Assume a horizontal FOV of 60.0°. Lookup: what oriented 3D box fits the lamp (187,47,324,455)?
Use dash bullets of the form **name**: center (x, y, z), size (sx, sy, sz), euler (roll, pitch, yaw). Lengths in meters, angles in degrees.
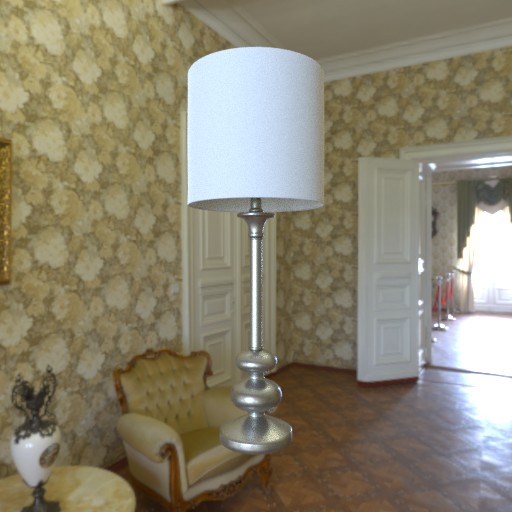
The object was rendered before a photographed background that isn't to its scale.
- **lamp**: center (0.000, 0.000, 0.832), size (0.254, 0.690, 0.254), euler (0, 0, -18)
